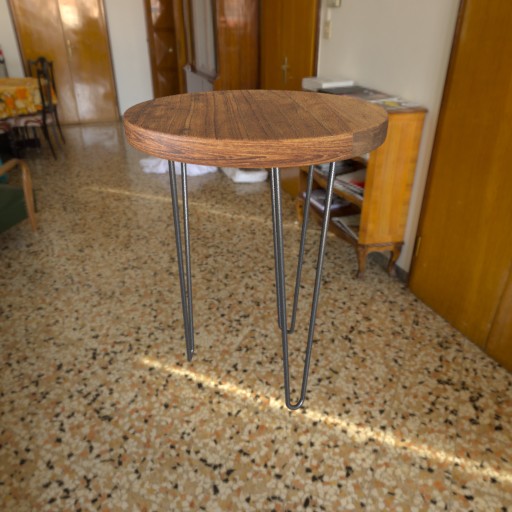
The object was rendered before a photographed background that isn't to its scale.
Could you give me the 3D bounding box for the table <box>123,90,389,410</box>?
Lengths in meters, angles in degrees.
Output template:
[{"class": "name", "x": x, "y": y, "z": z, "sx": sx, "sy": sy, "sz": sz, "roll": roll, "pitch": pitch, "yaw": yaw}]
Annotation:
[{"class": "table", "x": 0.000, "y": 0.000, "z": 0.810, "sx": 0.400, "sy": 0.520, "sz": 0.400, "roll": 0, "pitch": 28, "yaw": 0}]
